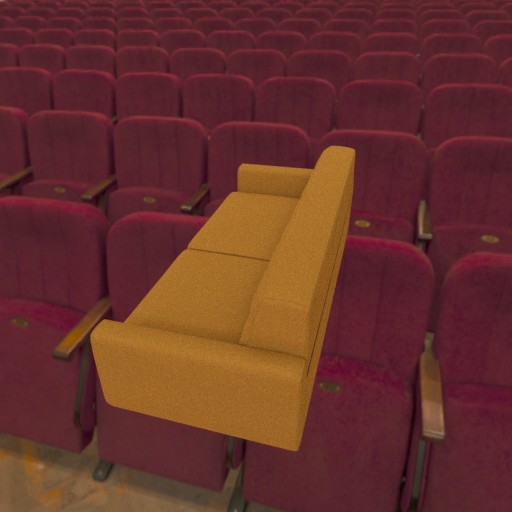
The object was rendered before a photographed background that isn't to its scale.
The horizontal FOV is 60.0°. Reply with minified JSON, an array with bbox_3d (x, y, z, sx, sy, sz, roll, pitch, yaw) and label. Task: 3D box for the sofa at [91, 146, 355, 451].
[{"bbox_3d":[0.000,0.000,2.553,0.909,0.841,2.029,8,32,13],"label":"sofa"}]
